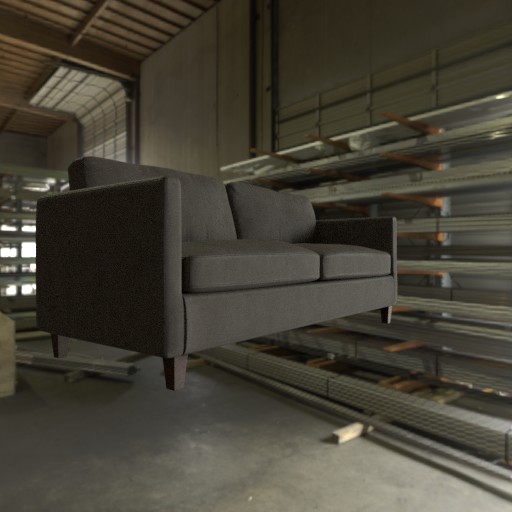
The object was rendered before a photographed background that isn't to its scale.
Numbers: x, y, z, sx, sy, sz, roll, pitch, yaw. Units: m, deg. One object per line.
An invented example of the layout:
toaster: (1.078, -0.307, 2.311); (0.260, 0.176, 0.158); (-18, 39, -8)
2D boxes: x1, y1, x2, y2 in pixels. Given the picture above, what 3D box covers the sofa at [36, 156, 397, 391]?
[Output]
sofa: (0.000, 0.000, 2.650); (0.951, 0.965, 2.208); (0, 0, 38)
